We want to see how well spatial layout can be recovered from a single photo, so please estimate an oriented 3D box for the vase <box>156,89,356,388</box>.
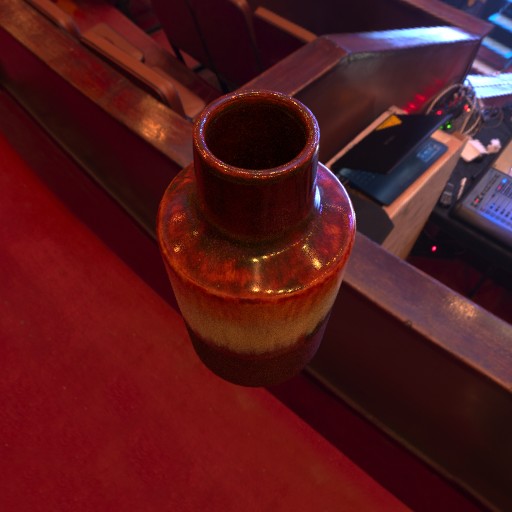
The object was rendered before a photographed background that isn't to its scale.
[{"bbox_3d":[0.000,0.000,0.273,0.108,0.204,0.108,0,58,0],"label":"vase"}]
